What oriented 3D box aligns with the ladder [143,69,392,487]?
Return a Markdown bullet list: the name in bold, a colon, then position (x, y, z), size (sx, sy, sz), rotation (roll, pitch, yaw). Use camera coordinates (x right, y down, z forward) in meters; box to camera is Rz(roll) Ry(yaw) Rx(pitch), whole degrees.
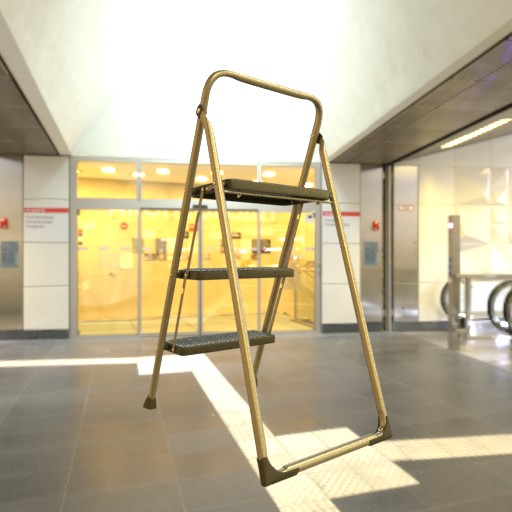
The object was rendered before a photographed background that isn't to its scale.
- **ladder**: position (0.000, 0.000, 1.270), size (0.430, 0.945, 0.629), rotation (0, 0, -37)
